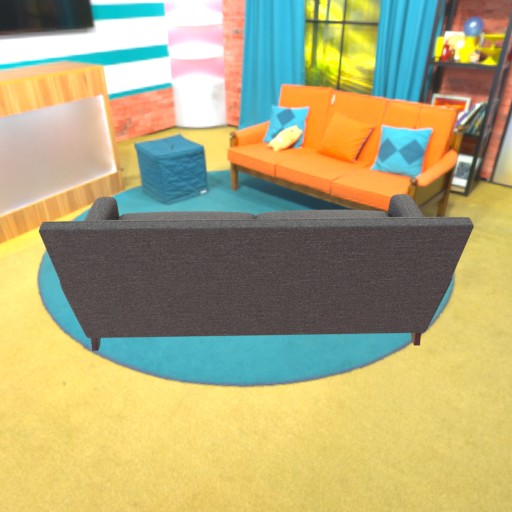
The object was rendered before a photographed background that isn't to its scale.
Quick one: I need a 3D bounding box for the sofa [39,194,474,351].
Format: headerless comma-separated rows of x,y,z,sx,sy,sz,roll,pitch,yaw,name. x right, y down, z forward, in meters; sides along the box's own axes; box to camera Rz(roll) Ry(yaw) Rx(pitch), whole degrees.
0.000,0.000,2.512,1.976,0.846,0.875,-1,31,-1,sofa
